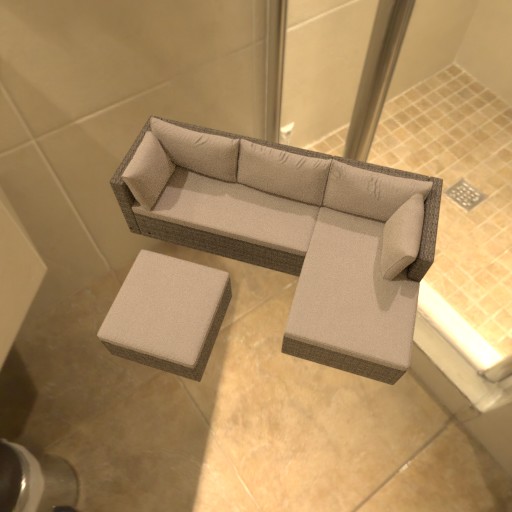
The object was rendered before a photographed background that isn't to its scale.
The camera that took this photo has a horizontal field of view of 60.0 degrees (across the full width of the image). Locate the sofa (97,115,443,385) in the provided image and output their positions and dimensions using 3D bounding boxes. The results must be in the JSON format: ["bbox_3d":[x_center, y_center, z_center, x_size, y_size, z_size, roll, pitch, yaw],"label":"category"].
[{"bbox_3d":[0.000,0.000,3.013,2.192,0.766,1.662,15,60,9],"label":"sofa"}]
